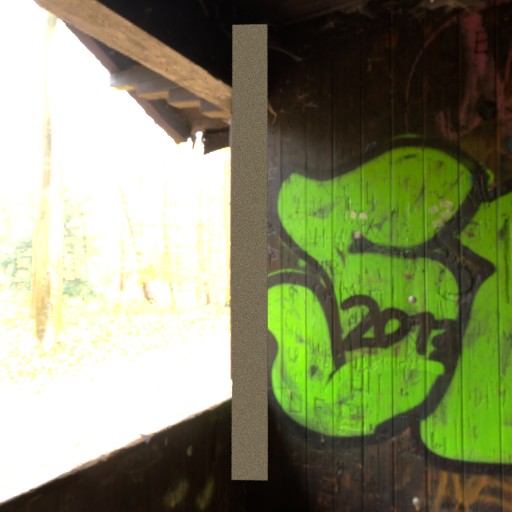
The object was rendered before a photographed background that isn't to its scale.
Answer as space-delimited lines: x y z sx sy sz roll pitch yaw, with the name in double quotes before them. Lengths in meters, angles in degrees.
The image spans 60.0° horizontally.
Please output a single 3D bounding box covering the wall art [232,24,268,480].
"wall art" 0.000 0.000 0.522 0.027 0.355 0.355 0 -2 2
